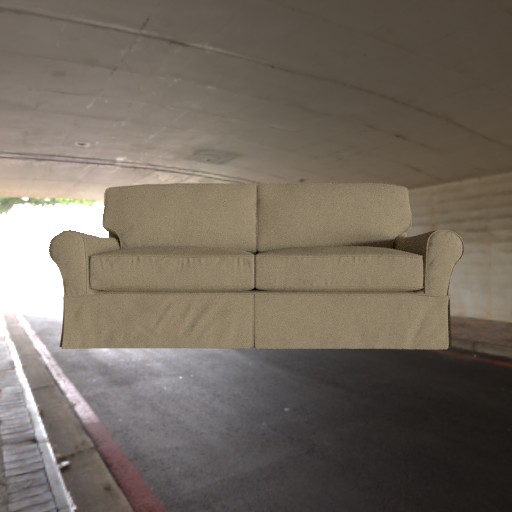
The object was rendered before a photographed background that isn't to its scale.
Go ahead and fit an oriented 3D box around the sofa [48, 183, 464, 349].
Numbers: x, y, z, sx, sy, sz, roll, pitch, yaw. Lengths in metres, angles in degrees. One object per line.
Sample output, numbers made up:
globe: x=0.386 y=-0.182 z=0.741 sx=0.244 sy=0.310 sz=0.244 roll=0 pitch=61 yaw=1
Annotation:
sofa: x=0.000 y=0.000 z=2.798 sx=2.246 sy=1.014 sz=0.900 roll=0 pitch=0 yaw=1
